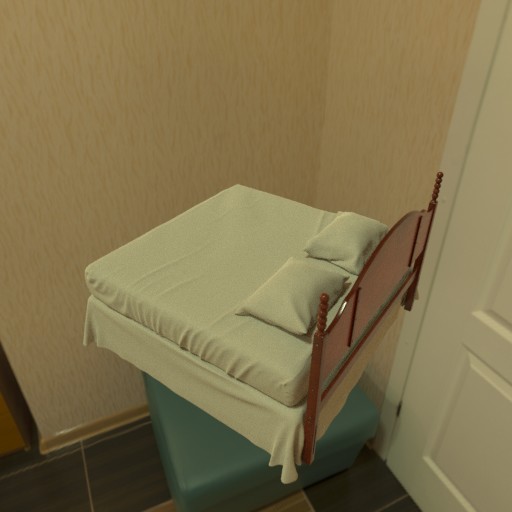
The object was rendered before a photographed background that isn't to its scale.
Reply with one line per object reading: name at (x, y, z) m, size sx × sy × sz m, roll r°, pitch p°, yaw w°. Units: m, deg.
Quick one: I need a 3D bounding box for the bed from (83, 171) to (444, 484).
bed at (0.000, 0.000, 3.642) m, size 2.219 × 1.355 × 2.322 m, roll 21°, pitch 39°, yaw 29°
